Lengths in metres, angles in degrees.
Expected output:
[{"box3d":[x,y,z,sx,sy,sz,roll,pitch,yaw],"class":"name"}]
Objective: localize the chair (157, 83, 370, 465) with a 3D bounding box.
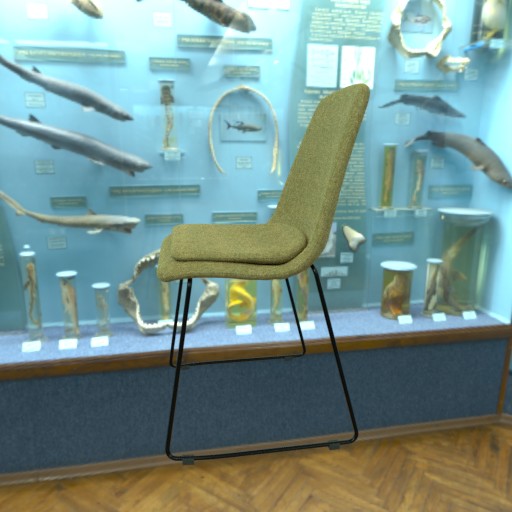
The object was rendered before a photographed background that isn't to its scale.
[{"box3d":[0.000,0.000,1.162,0.496,0.849,0.479,-2,14,-9],"class":"chair"}]
